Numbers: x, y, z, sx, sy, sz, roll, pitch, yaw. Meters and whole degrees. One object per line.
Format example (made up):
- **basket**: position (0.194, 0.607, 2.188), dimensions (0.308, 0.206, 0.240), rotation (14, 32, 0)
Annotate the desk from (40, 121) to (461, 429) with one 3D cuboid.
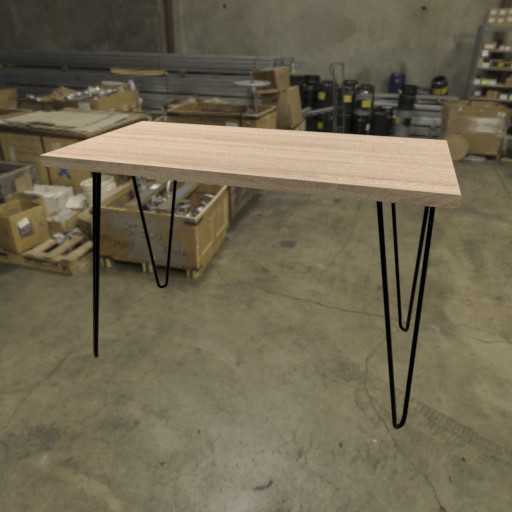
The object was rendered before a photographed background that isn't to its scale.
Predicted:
- **desk**: position (0.000, 0.000, 1.349), dimensions (0.991, 0.660, 0.499), rotation (8, 28, 16)
